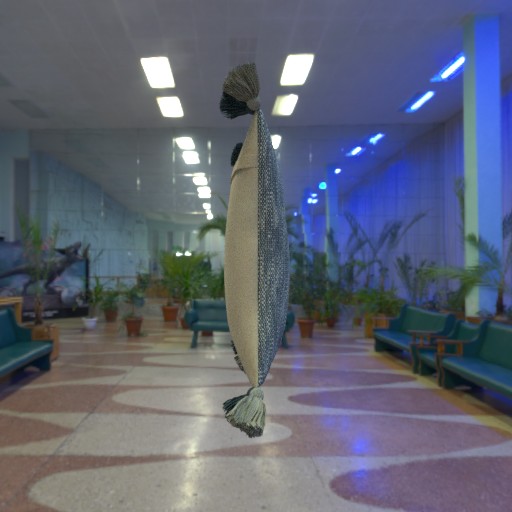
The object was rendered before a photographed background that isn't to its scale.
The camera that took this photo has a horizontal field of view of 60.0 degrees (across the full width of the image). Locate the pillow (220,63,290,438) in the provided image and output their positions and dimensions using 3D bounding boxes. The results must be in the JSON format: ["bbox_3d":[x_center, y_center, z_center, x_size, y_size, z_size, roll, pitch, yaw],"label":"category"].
[{"bbox_3d":[0.000,0.000,0.971,0.138,0.634,0.614,0,-1,-1],"label":"pillow"}]
